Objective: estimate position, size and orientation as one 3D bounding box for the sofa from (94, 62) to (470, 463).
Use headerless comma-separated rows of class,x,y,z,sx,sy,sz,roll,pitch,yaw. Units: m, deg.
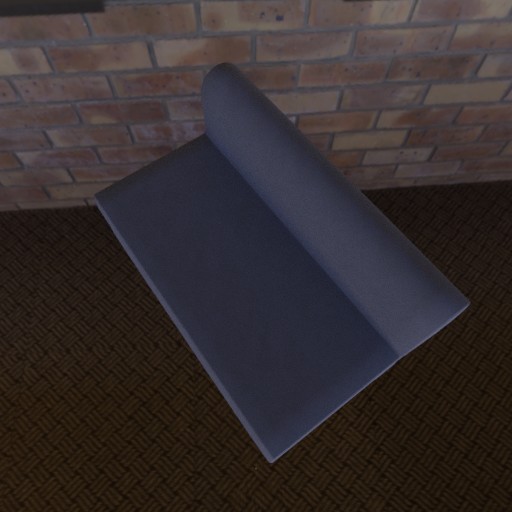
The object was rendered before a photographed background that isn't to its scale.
sofa,0.000,0.000,1.678,0.762,0.660,1.219,-33,69,-15
